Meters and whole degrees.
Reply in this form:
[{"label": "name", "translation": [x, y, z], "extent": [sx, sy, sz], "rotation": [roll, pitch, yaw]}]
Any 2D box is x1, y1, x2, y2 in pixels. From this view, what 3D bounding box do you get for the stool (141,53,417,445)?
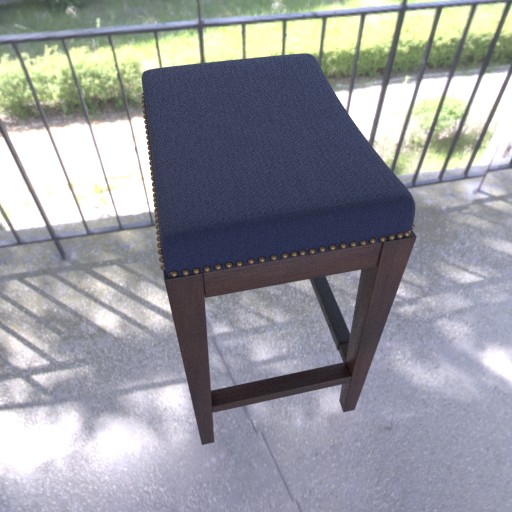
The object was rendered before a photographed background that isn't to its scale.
[{"label": "stool", "translation": [0.000, 0.000, 0.939], "extent": [0.361, 0.642, 0.500], "rotation": [-10, 49, -9]}]
